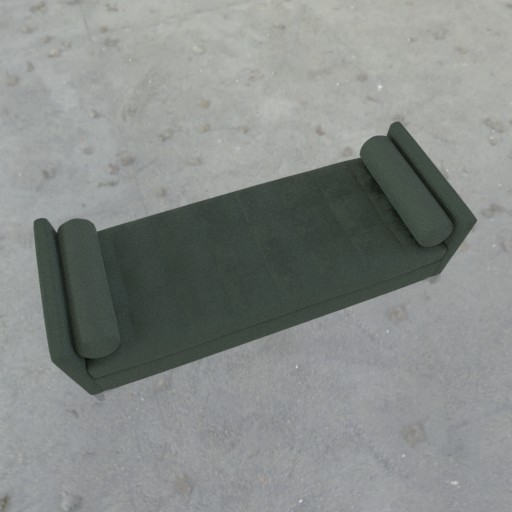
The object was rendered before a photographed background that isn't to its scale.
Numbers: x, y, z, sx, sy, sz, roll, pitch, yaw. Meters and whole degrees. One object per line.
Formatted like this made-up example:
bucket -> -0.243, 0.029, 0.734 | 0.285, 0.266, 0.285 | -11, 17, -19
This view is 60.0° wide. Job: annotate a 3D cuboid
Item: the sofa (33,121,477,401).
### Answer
sofa -> 0.000, 0.000, 2.463 | 2.102, 0.657, 0.797 | -17, 60, -11
